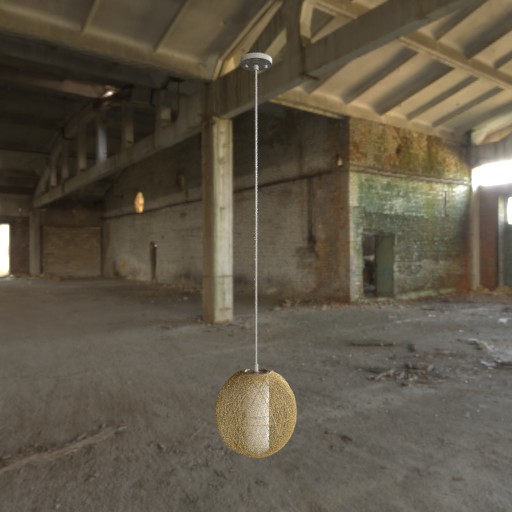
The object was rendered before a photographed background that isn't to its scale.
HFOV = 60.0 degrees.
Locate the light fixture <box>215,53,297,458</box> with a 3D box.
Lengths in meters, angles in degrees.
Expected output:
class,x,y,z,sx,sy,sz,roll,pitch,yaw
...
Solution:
class,x,y,z,sx,sy,sz,roll,pitch,yaw
light fixture,0.000,0.000,2.213,0.407,1.955,0.406,0,0,-36
